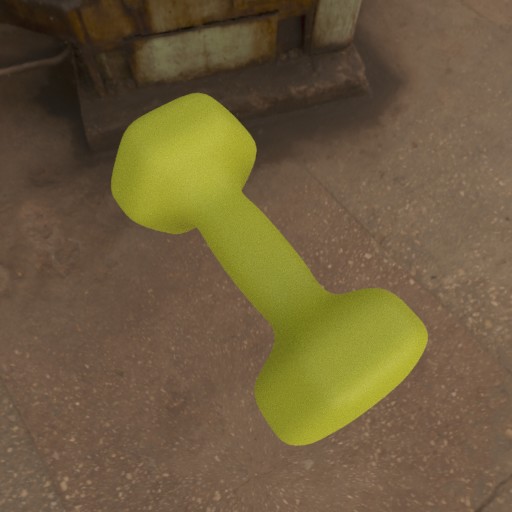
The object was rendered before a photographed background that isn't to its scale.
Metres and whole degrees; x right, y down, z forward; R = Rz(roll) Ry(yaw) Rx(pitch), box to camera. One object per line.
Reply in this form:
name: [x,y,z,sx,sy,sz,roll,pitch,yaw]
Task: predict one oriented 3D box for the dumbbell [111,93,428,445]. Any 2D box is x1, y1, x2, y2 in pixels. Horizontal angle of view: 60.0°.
dumbbell: [0.000,0.000,0.208,0.080,0.072,0.164,-32,68,-15]
